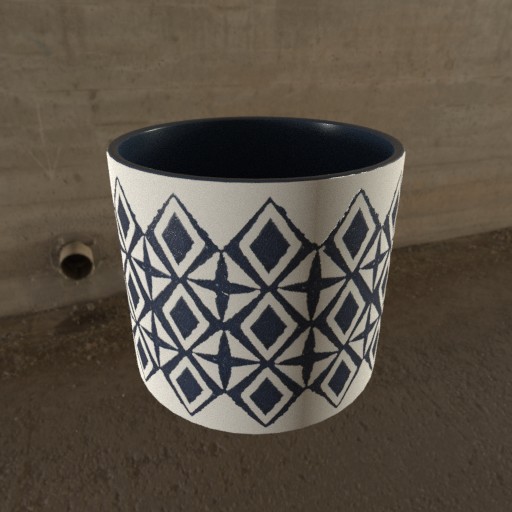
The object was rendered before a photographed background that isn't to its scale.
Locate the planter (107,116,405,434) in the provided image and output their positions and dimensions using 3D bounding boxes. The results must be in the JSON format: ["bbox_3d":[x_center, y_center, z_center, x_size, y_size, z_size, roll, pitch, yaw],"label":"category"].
[{"bbox_3d":[0.000,0.000,0.276,0.159,0.144,0.159,0,26,0],"label":"planter"}]
